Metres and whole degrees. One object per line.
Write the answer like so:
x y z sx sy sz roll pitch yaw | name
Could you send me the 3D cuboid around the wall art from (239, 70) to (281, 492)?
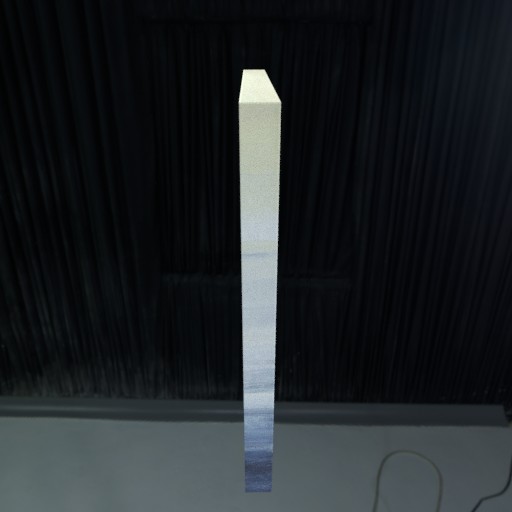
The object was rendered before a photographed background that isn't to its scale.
0.000 0.000 0.692 0.037 0.511 0.435 0 26 -1 | wall art
